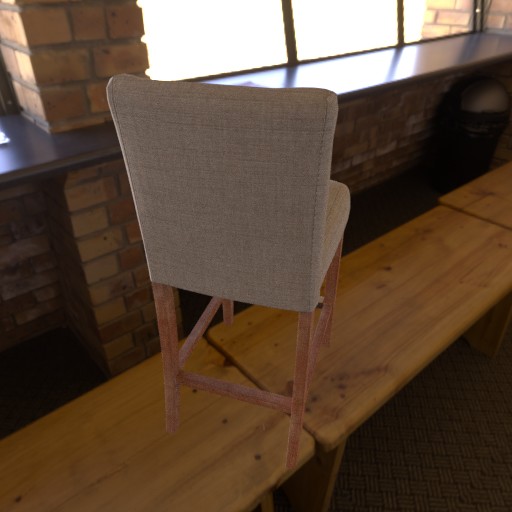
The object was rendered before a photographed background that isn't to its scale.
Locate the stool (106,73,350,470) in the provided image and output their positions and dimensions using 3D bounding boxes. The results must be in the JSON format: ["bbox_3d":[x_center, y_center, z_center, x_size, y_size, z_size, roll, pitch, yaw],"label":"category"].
[{"bbox_3d":[0.000,0.000,1.258,0.454,1.039,0.567,10,34,15],"label":"stool"}]
